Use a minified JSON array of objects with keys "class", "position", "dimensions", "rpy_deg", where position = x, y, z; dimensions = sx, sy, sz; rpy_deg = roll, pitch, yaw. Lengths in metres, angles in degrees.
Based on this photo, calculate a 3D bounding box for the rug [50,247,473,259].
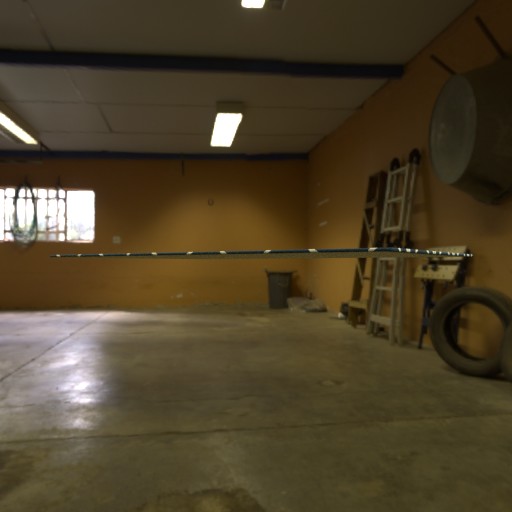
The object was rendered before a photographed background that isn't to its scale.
[{"class":"rug","position":[0.000,0.000,2.183],"dimensions":[1.753,0.010,1.143],"rpy_deg":[-1,-1,36]}]
